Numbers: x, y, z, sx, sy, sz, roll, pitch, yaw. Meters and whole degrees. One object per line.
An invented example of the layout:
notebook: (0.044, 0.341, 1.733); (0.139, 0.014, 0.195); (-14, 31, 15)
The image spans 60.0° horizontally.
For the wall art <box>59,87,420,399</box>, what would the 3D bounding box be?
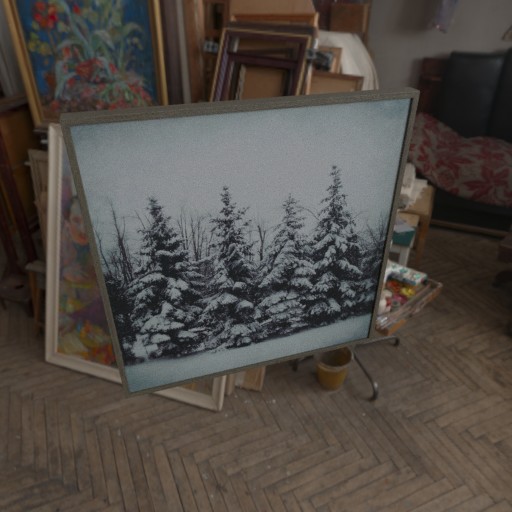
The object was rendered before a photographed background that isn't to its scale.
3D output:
wall art: (0.000, 0.000, 1.117); (0.758, 0.758, 0.039); (-10, 34, -15)
